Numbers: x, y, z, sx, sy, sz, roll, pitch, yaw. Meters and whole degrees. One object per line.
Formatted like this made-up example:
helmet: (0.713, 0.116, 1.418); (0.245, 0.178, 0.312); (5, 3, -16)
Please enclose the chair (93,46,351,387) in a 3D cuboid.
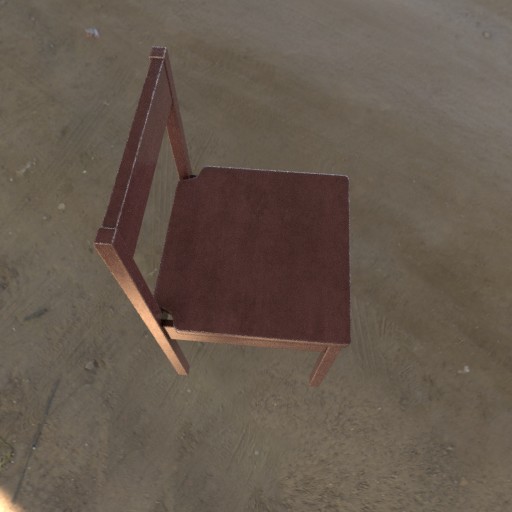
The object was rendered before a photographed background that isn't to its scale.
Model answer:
chair: (0.000, 0.000, 0.893); (0.361, 0.668, 0.367); (4, 62, 2)
